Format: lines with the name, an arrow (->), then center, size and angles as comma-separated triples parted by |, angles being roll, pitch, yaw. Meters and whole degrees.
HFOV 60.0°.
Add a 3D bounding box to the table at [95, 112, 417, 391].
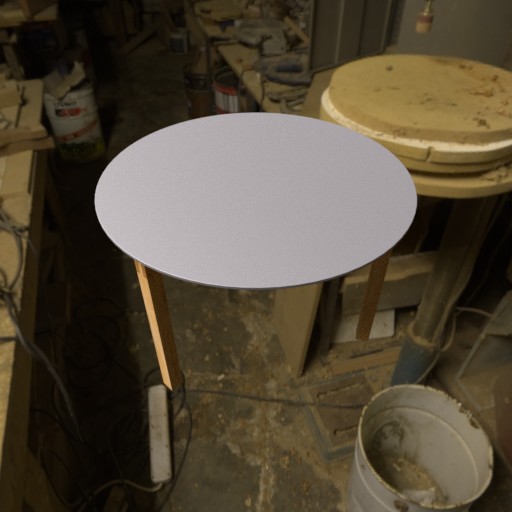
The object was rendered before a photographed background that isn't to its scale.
table -> 0.000, 0.000, 0.988 | 0.600, 0.405, 0.600 | 0, 41, 0
